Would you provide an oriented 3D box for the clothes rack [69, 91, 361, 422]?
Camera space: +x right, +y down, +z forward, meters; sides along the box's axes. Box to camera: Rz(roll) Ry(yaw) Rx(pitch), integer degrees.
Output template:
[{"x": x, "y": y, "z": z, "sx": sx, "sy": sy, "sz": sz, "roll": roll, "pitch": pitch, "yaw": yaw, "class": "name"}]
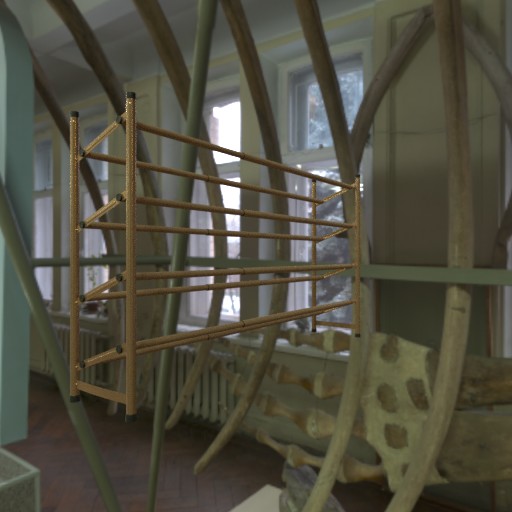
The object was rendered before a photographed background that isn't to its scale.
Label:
[{"x": 0.000, "y": 0.000, "z": 1.430, "sx": 0.229, "sy": 0.672, "sz": 1.168, "roll": 0, "pitch": 0, "yaw": 36, "class": "clothes rack"}]
